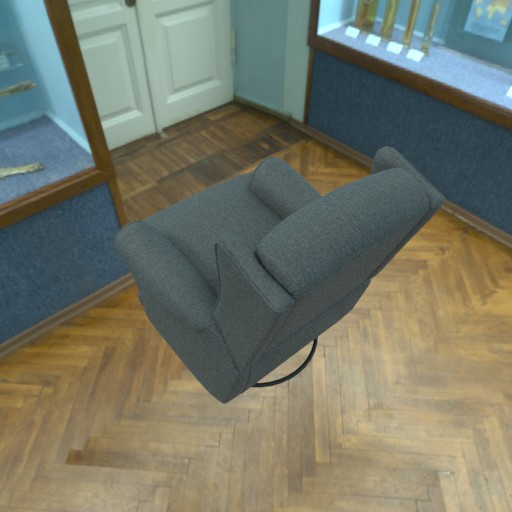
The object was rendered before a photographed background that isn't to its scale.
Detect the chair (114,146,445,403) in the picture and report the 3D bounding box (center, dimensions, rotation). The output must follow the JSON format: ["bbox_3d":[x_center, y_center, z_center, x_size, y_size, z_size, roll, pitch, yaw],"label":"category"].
[{"bbox_3d":[0.000,0.000,1.716,0.847,1.011,0.969,-30,53,-26],"label":"chair"}]
